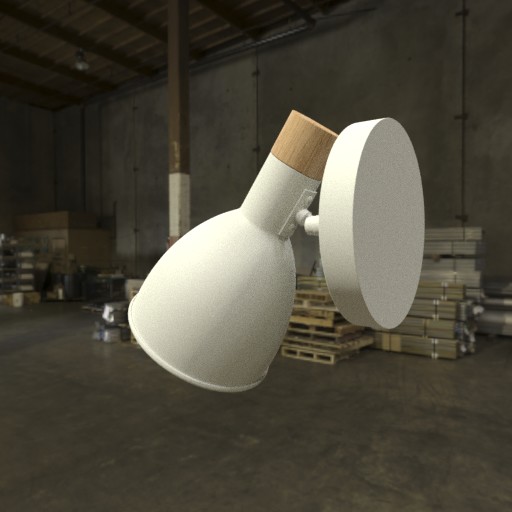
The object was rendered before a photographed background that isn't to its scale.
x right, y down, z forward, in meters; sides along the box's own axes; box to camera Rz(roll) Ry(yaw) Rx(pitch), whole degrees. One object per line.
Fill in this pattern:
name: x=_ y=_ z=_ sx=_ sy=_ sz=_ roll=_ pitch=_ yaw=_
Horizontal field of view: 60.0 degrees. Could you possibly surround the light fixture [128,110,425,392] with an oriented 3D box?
light fixture: x=0.000 y=0.000 z=0.328 sx=0.209 sy=0.199 sz=0.127 roll=0 pitch=1 yaw=36
